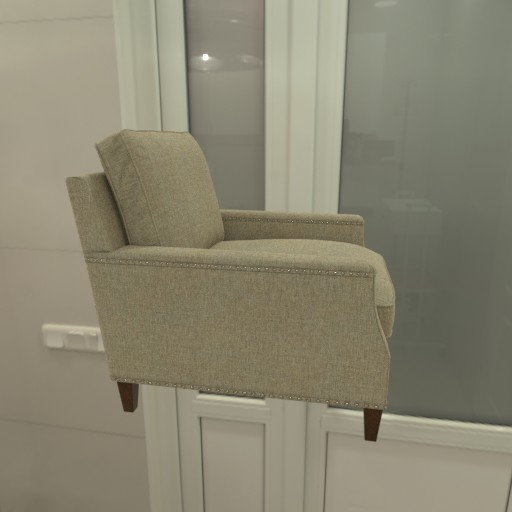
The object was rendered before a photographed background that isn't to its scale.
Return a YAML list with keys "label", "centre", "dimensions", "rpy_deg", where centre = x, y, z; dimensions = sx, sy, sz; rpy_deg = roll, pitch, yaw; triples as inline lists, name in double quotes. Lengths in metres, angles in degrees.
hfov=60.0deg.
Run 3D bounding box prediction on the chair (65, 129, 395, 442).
- label: "chair"
  centre: [0.000, 0.000, 1.721]
  dimensions: [1.014, 0.943, 0.853]
  rpy_deg: [3, 15, 10]
